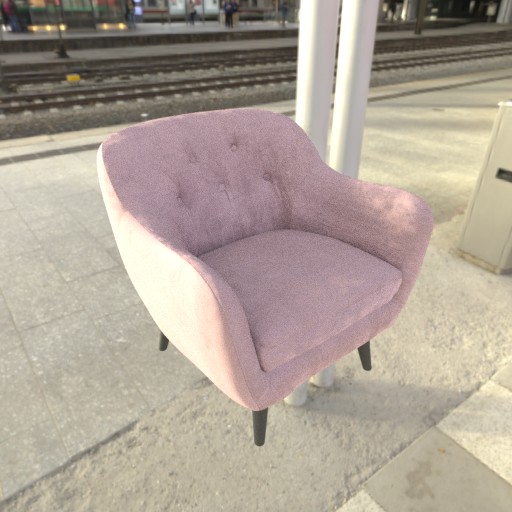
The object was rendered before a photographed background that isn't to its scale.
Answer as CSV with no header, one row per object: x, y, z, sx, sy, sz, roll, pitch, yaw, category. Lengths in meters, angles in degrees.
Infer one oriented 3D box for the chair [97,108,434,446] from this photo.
0.000,0.000,1.495,0.840,0.820,0.820,-21,36,-33,chair
